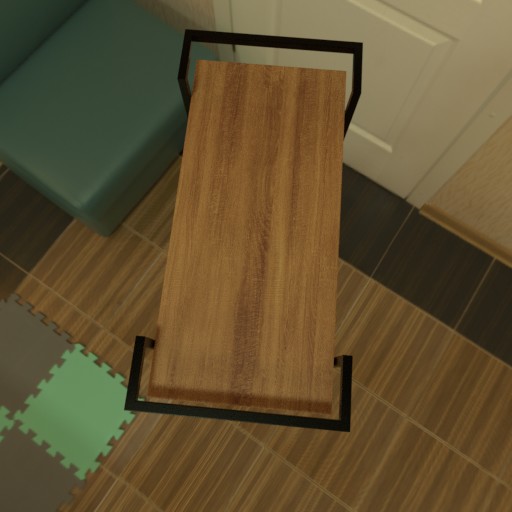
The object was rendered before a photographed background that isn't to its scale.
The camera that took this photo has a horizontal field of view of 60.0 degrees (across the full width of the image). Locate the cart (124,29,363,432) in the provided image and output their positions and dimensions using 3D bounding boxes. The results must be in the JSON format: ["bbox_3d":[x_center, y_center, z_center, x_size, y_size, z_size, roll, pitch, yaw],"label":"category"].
[{"bbox_3d":[0.000,0.000,1.242,0.406,0.762,0.806,5,75,1],"label":"cart"}]
